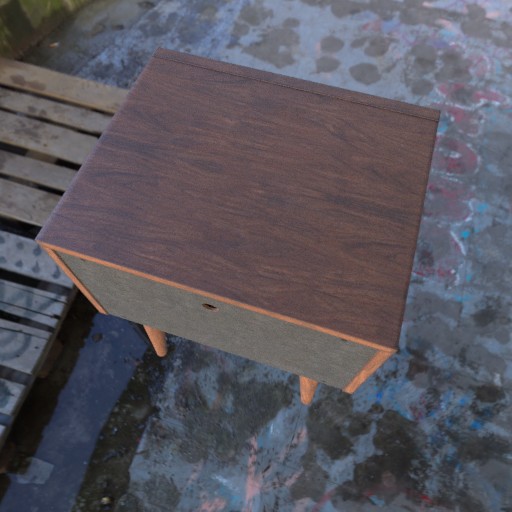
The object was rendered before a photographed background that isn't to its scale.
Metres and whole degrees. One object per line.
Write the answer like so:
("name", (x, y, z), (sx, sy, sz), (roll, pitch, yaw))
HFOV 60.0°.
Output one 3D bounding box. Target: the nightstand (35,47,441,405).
("nightstand", (0.000, 0.000, 0.961), (0.521, 0.607, 0.445), (16, 64, 8))
